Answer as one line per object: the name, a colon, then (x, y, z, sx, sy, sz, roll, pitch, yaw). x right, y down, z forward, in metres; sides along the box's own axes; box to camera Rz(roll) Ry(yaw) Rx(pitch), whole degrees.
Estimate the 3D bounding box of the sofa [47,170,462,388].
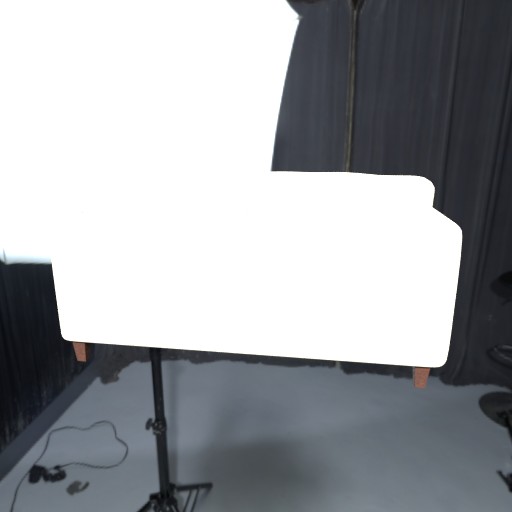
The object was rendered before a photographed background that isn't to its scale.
sofa: (0.000, 0.000, 2.453, 1.884, 0.963, 0.950, 2, 16, 8)
